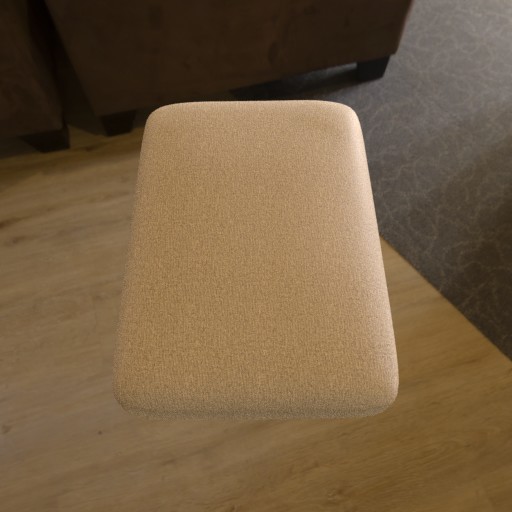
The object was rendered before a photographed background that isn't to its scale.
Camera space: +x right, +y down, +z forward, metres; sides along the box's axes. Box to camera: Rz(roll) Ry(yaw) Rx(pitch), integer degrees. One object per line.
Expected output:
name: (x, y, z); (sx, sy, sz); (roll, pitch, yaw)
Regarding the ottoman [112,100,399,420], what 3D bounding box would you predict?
ottoman: (0.000, 0.000, 1.092); (0.568, 0.420, 0.772); (-1, 63, 0)
